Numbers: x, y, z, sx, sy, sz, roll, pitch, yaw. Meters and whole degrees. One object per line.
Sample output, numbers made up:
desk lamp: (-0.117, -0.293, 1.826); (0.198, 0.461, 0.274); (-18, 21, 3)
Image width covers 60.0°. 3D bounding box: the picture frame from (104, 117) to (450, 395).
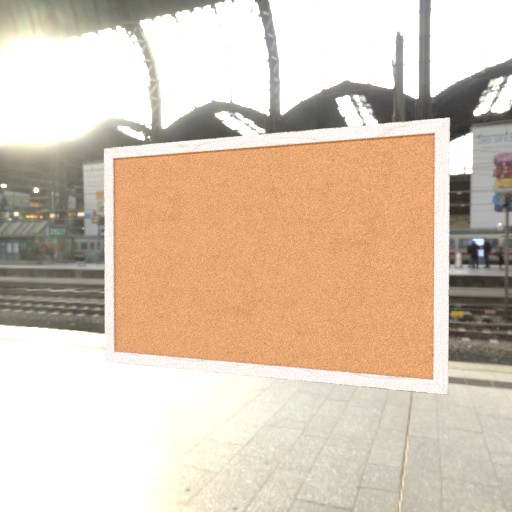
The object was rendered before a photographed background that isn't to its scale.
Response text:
picture frame: (0.000, 0.000, 1.189); (0.950, 0.640, 0.029); (0, 1, 19)
